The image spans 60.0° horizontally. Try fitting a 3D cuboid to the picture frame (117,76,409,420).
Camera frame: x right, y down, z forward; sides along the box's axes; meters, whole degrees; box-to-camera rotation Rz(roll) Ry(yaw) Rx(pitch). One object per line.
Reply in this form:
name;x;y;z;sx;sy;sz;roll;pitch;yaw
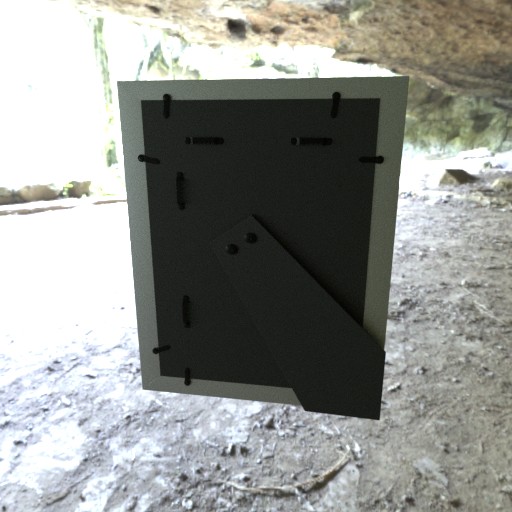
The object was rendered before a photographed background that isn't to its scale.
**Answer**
picture frame;0.000;0.000;0.518;0.307;0.386;0.036;3;17;9
